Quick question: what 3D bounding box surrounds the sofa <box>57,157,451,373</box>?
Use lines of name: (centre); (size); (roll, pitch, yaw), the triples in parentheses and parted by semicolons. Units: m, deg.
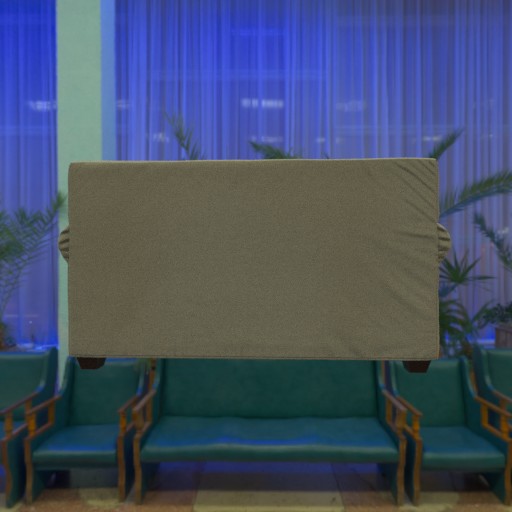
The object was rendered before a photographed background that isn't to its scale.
sofa: (0.000, 0.000, 2.213); (1.550, 0.905, 1.070); (0, 0, 2)
